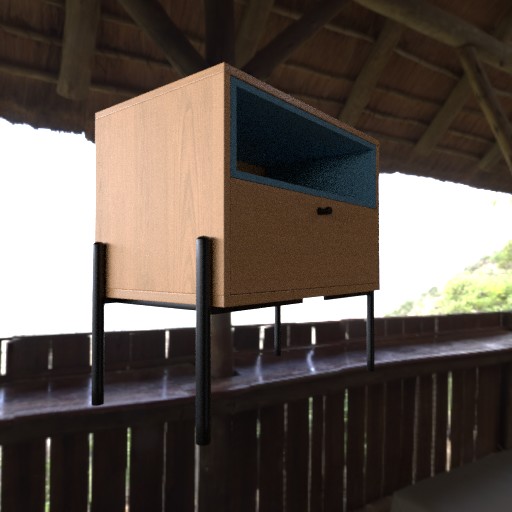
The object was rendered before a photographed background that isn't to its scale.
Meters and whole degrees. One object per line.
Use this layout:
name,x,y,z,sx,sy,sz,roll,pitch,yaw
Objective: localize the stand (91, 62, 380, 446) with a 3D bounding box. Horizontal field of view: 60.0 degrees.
stand,0.000,0.000,1.027,0.400,0.600,0.630,-1,-1,39
